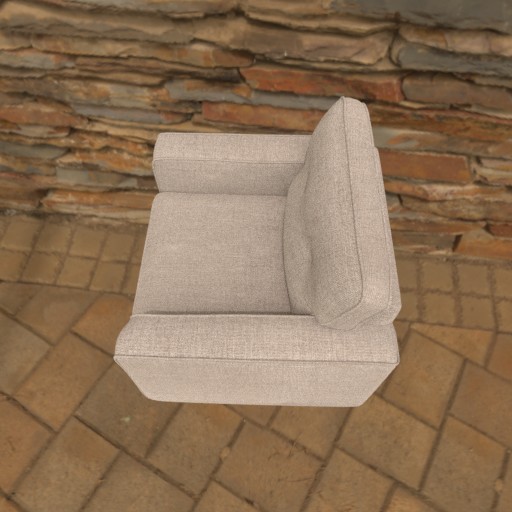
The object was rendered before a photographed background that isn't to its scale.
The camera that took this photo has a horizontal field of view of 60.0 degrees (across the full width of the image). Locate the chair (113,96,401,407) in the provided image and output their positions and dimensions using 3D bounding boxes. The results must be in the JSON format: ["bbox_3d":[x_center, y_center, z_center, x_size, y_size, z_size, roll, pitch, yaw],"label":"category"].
[{"bbox_3d":[0.000,0.000,1.785,0.939,0.965,1.015,1,59,1],"label":"chair"}]
